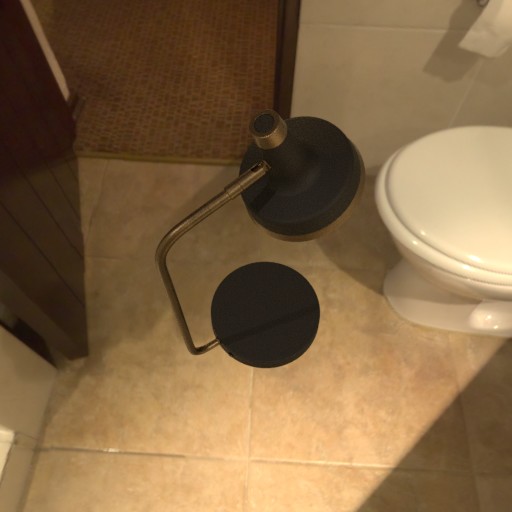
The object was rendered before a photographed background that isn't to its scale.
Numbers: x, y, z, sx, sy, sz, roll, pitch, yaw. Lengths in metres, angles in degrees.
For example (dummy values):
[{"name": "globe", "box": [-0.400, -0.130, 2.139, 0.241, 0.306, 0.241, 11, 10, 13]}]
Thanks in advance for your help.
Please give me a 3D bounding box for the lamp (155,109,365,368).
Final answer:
[{"name": "lamp", "box": [0.000, 0.000, 0.494, 0.218, 0.385, 0.162, -30, 64, -16]}]
